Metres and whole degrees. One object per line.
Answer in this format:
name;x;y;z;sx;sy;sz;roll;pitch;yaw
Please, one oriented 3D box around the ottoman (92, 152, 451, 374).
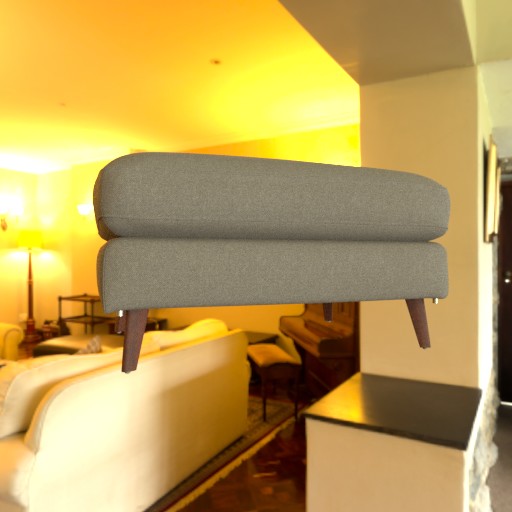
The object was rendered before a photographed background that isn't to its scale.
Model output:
ottoman;0.000;0.000;1.180;0.811;0.449;0.608;0;0;-19
